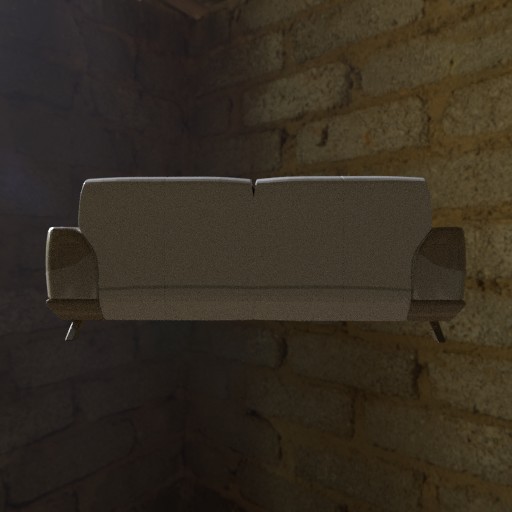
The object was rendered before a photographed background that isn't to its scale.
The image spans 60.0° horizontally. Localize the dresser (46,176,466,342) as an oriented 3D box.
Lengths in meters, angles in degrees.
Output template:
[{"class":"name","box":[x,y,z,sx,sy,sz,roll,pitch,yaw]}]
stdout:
[{"class":"dresser","box":[0.000,0.000,5.969,4.679,1.863,2.251,0,1,1]}]
